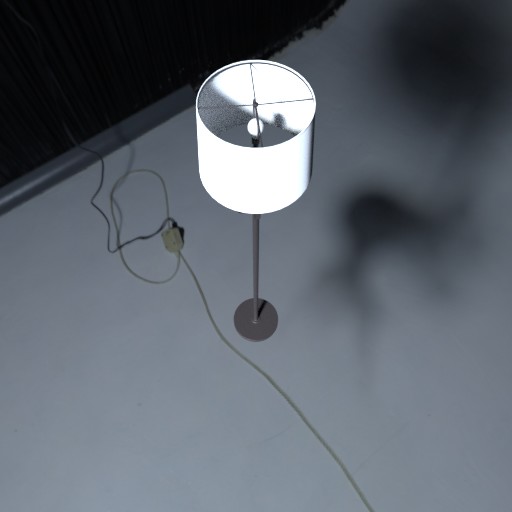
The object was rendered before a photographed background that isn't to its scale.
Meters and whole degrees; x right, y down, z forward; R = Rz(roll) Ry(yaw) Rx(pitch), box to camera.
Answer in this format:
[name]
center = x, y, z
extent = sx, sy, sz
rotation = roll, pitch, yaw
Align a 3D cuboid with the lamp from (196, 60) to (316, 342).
[lamp]
center = 0.000, 0.000, 1.589
extent = 0.286, 1.462, 0.286
rotation = -33, 68, -15
